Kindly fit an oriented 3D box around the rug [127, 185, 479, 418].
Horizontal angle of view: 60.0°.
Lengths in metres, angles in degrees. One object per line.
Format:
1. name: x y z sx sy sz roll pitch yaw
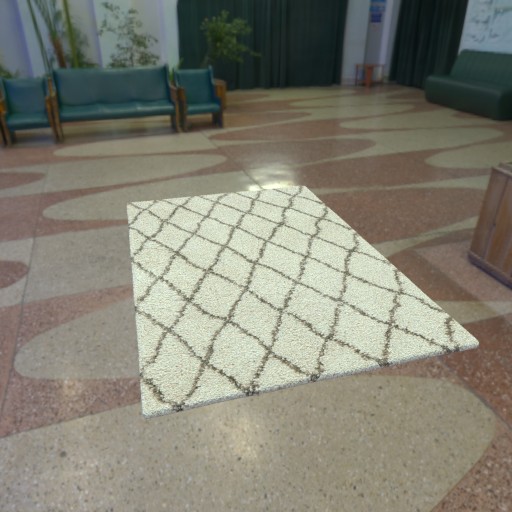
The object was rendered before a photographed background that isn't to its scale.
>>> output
1. rug: 0.000 0.000 2.239 1.219 0.030 1.778 -8 30 -14
